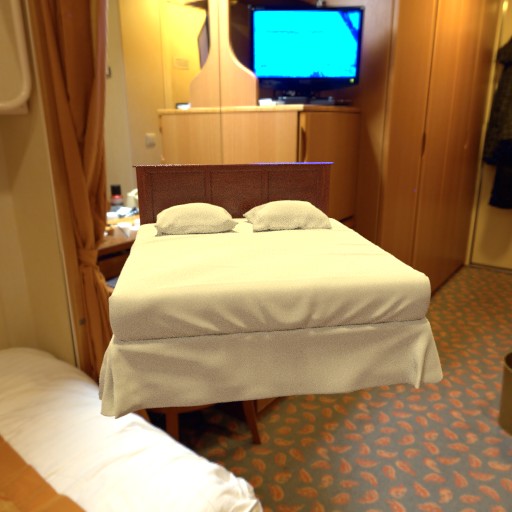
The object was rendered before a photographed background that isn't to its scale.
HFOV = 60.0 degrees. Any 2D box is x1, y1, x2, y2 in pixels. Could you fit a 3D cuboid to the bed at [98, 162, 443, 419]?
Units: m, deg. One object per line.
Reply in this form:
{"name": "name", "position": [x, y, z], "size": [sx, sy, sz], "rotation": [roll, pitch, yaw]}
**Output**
{"name": "bed", "position": [0.000, 0.000, 3.571], "size": [2.314, 1.271, 2.219], "rotation": [-3, 17, -9]}
